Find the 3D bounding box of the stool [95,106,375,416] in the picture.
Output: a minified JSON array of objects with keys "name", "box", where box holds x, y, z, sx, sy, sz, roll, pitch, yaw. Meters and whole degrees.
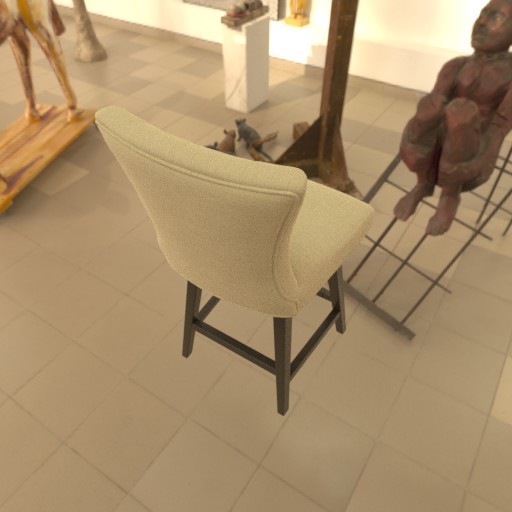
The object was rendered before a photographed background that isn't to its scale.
[{"name":"stool","box":[0.000,0.000,1.331,0.514,1.000,0.574,24,49,23]}]
